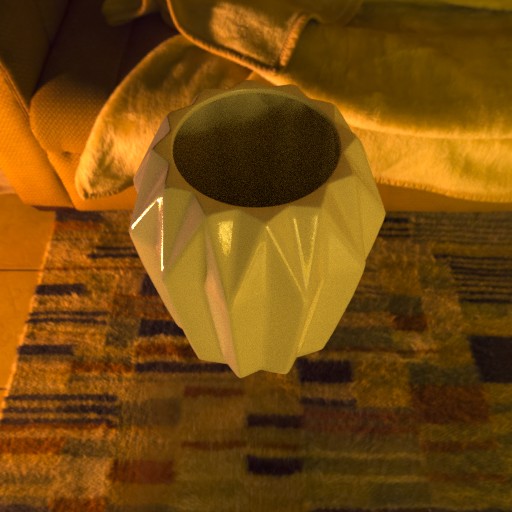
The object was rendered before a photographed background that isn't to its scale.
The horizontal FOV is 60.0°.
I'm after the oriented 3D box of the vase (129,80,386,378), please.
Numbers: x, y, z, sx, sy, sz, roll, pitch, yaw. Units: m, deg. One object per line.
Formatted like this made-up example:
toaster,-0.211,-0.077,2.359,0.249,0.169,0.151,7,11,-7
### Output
vase,0.000,0.000,0.405,0.195,0.275,0.195,0,57,0
